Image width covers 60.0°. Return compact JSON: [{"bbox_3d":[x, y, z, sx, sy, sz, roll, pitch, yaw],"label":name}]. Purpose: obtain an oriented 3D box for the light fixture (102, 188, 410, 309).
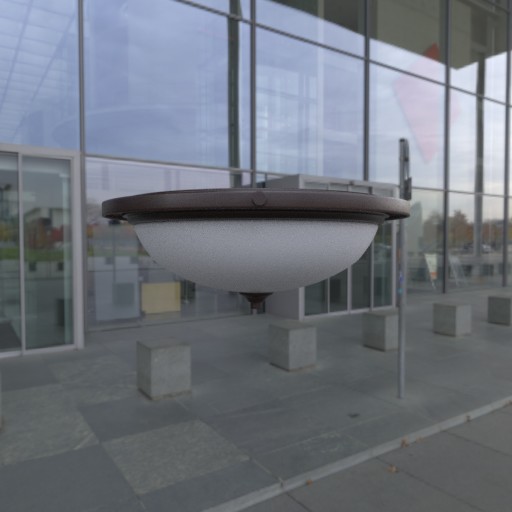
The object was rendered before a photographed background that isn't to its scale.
[{"bbox_3d":[0.000,0.000,0.550,0.361,0.130,0.361,0,2,0],"label":"light fixture"}]
